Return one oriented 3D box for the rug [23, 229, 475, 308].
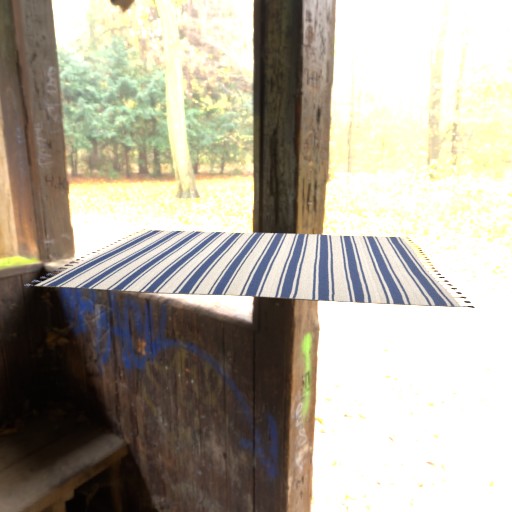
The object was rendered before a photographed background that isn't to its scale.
[{"bbox_3d":[0.000,0.000,4.433,3.416,0.016,2.471,2,14,8],"label":"rug"}]
